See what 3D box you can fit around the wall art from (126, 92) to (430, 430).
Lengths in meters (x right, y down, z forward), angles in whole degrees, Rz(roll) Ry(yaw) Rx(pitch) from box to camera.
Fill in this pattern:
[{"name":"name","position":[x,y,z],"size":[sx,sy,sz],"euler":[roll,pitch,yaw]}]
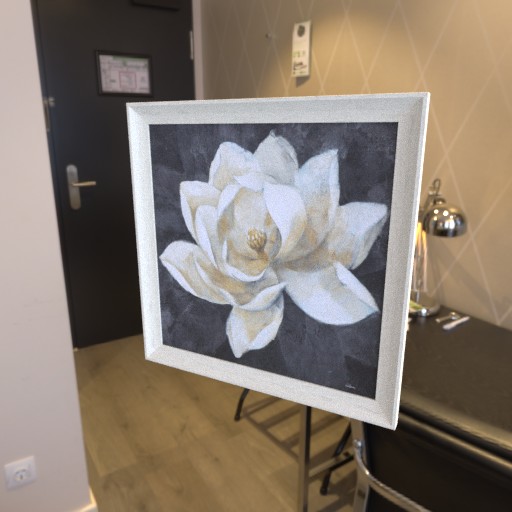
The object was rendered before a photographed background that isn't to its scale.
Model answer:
[{"name":"wall art","position":[0.000,0.000,1.517],"size":[1.016,1.016,0.045],"euler":[8,17,26]}]
